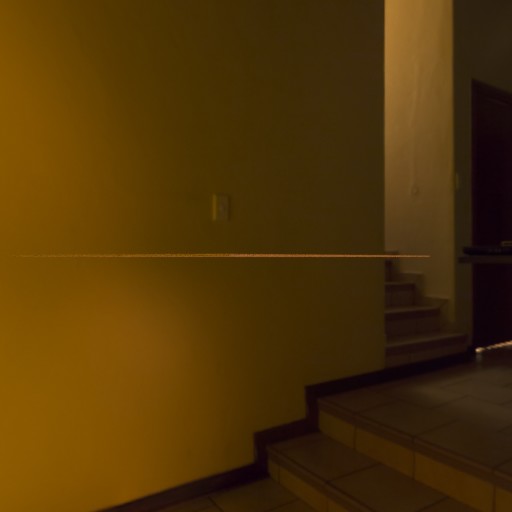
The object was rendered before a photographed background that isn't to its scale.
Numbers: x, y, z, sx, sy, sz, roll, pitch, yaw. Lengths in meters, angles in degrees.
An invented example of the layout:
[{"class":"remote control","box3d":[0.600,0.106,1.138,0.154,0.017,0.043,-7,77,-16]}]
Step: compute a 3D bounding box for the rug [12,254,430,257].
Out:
[{"class":"rug","box3d":[0.000,0.000,2.145,1.142,0.006,1.752,0,0,37]}]
